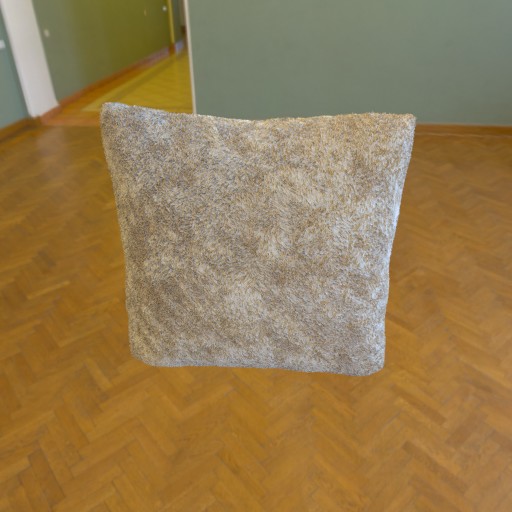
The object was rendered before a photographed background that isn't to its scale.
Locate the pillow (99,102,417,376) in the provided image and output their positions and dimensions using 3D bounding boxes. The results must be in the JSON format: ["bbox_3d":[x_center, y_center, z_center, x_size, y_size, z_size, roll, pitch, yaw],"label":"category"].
[{"bbox_3d":[0.000,0.000,0.809,0.529,0.515,0.218,2,32,3],"label":"pillow"}]
